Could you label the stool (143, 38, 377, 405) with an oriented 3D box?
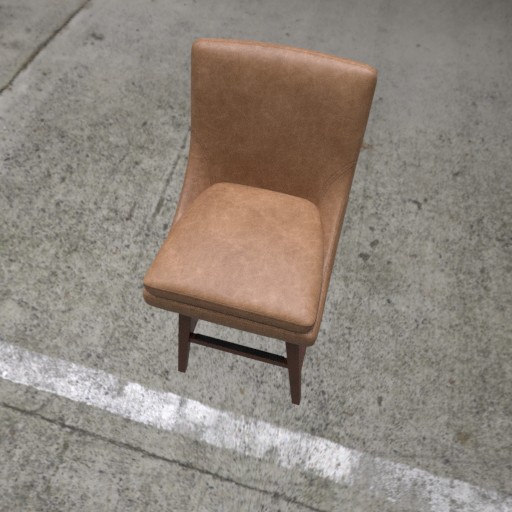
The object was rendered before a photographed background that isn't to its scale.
[{"bbox_3d":[0.000,0.000,1.388,0.487,1.079,0.572,13,58,8],"label":"stool"}]
